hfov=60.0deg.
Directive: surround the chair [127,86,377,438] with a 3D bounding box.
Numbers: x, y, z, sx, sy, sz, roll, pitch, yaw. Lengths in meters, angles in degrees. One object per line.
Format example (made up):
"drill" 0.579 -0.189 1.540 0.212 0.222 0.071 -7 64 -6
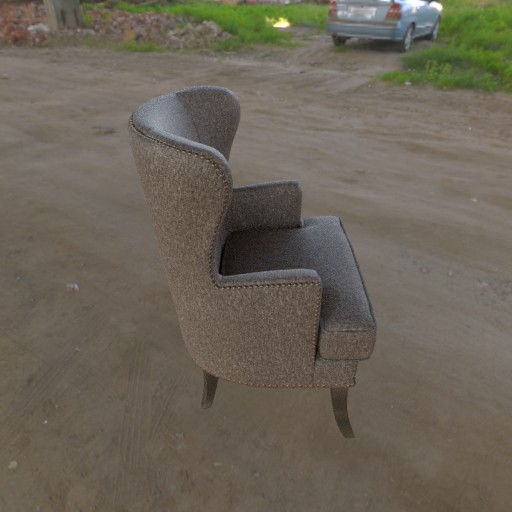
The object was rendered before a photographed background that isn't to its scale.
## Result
"chair" 0.000 0.000 1.618 0.758 1.060 0.759 0 32 0
